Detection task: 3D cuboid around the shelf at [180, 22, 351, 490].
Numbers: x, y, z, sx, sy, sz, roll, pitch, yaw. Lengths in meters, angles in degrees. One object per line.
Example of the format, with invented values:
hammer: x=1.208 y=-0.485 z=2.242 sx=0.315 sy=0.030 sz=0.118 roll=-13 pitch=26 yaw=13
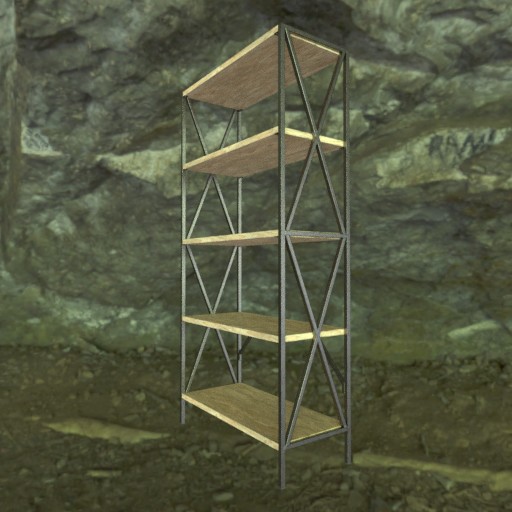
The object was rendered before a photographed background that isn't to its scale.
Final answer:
shelf: x=0.000 y=0.000 z=2.177 sx=0.386 sy=1.803 sz=0.874 roll=1 pitch=-1 yaw=-36
